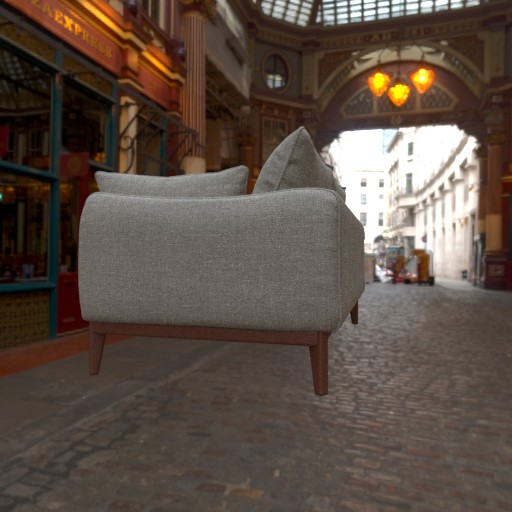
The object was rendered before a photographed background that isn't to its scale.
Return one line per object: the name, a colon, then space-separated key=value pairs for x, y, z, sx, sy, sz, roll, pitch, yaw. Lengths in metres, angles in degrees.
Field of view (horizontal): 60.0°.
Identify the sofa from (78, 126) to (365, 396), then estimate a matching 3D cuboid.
sofa: x=0.000 y=0.000 z=2.173 sx=0.972 sy=0.851 sz=1.580 roll=0 pitch=0 yaw=17
